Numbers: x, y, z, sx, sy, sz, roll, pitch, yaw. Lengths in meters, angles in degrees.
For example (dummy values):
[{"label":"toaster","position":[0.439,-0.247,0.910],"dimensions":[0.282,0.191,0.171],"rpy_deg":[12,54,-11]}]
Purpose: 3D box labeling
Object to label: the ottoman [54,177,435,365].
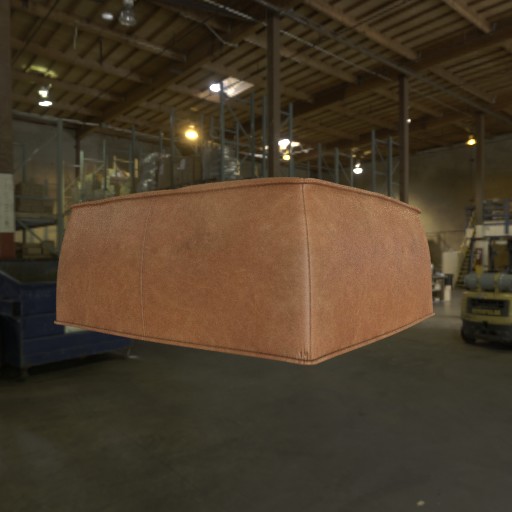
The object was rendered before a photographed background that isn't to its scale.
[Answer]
[{"label":"ottoman","position":[0.000,0.000,1.389],"dimensions":[0.902,0.395,0.901],"rpy_deg":[0,0,36]}]
